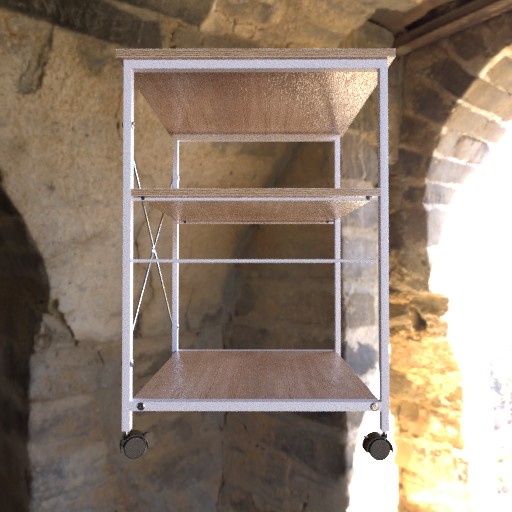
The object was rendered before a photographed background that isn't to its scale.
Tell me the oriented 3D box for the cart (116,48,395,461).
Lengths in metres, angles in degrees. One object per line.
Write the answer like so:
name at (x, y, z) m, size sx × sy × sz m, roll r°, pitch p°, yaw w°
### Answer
cart at (0.000, 0.000, 1.077) m, size 0.520 × 0.762 × 0.521 m, roll 0°, pitch -1°, yaw 0°
